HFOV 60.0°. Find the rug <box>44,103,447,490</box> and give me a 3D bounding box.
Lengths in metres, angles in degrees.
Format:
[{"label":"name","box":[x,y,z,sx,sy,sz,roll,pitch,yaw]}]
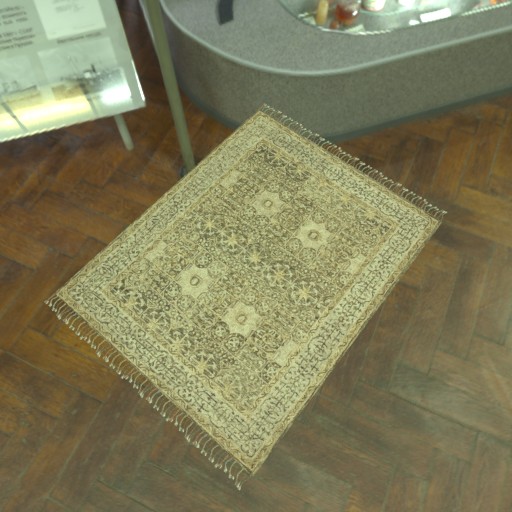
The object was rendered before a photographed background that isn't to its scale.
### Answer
[{"label":"rug","box":[0.000,0.000,4.338,2.431,0.017,3.291,36,69,17]}]
